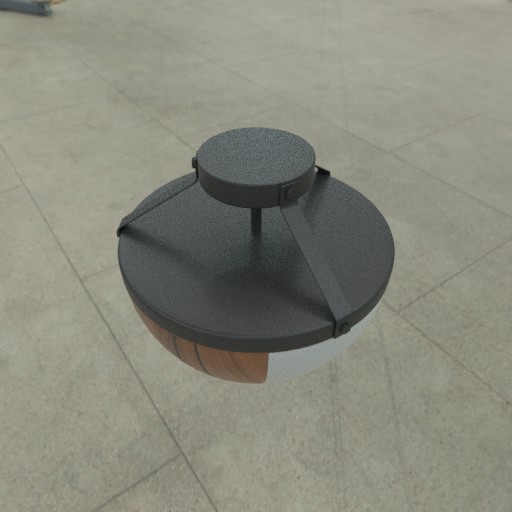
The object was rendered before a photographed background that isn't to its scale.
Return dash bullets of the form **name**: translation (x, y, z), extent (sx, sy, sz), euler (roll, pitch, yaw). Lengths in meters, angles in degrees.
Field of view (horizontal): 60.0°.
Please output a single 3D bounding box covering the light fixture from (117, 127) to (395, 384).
- **light fixture**: translation (0.000, 0.000, 0.522), extent (0.304, 0.269, 0.304), euler (0, 42, 0)
